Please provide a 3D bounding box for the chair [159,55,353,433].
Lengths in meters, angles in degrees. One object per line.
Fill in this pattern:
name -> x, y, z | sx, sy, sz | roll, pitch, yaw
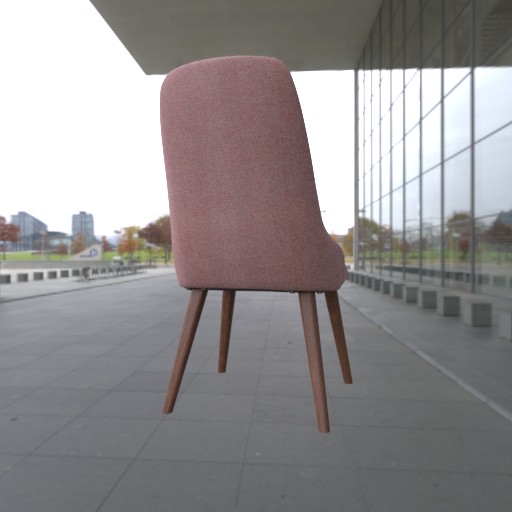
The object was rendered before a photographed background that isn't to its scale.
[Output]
chair -> 0.000, 0.000, 1.357 | 0.535, 0.918, 0.707 | 0, 0, 18
